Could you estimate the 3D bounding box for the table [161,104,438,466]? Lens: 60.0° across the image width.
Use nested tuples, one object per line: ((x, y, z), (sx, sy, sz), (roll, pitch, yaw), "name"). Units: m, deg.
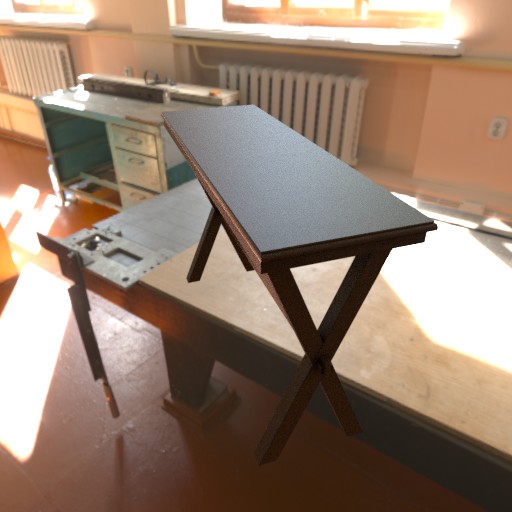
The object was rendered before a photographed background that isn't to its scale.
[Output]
((0.000, 0.000, 1.558), (0.399, 0.763, 1.197), (-10, 32, -16), "table")
